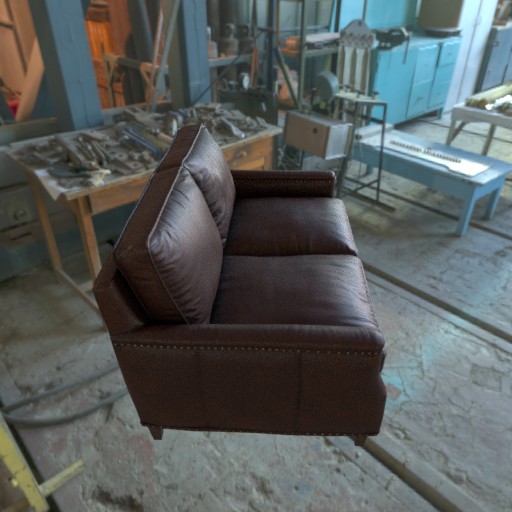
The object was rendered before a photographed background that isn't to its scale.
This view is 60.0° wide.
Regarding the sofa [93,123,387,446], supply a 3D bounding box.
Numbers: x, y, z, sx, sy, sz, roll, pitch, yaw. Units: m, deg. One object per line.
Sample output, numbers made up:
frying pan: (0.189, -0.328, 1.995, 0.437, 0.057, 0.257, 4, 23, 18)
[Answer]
sofa: (0.000, 0.000, 2.290, 1.083, 1.003, 1.628, 1, 33, 2)
